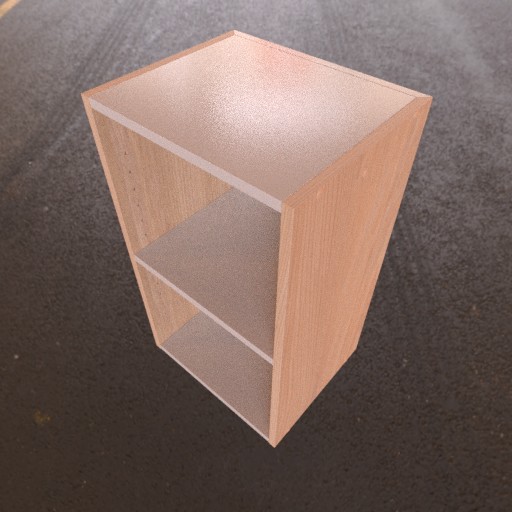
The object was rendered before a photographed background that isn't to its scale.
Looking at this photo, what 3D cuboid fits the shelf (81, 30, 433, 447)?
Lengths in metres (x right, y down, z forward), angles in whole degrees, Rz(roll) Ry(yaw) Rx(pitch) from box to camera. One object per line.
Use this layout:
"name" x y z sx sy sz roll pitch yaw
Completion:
"shelf" 0.000 0.000 0.786 0.350 0.600 0.290 32 55 27
